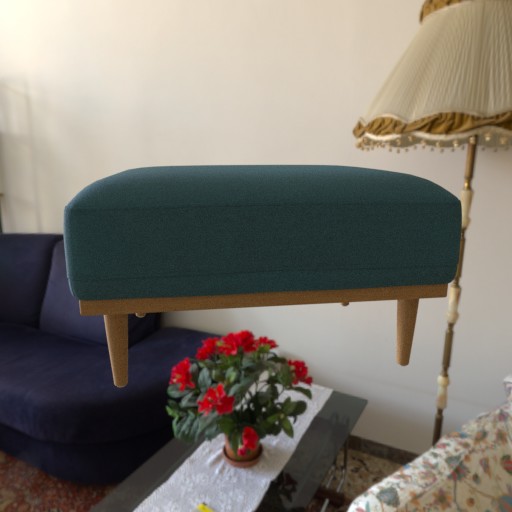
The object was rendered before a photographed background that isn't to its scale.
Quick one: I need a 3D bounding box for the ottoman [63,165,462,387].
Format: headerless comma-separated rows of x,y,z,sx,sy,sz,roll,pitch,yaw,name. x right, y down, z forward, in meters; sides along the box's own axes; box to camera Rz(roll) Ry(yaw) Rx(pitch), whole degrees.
0.000,0.000,1.075,0.749,0.428,0.549,-2,14,-8,ottoman
